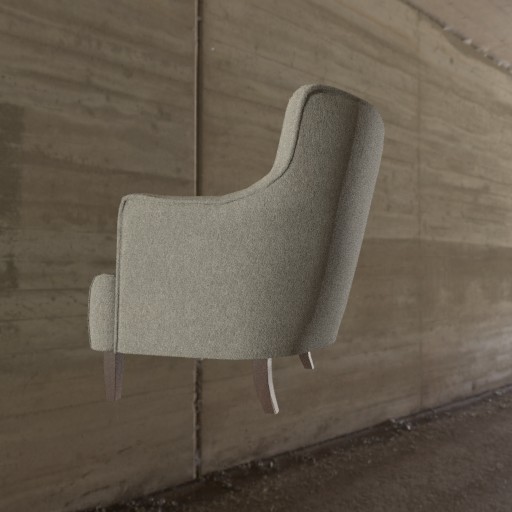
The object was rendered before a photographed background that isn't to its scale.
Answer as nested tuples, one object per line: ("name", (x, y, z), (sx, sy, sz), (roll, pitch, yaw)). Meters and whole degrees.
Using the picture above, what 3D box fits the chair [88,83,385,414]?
("chair", (0.000, 0.000, 1.599), (0.910, 0.920, 0.820), (0, -2, 17))
